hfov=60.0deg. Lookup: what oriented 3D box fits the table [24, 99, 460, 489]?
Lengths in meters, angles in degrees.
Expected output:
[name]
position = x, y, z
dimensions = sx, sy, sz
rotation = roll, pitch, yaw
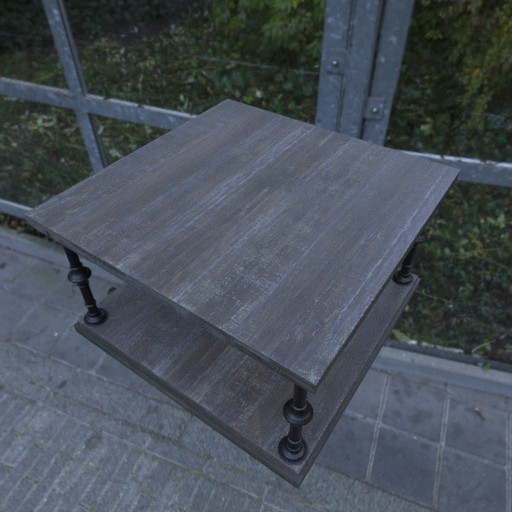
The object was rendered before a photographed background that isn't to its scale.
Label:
[table]
position = 0.000, 0.000, 1.123
dimensions = 0.696, 0.400, 0.696
rotation = 25, 49, 25
